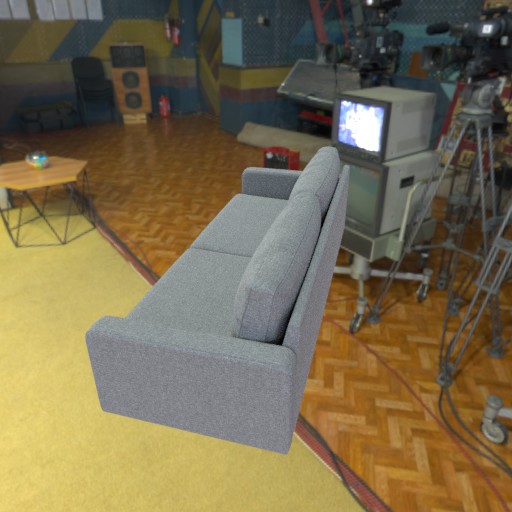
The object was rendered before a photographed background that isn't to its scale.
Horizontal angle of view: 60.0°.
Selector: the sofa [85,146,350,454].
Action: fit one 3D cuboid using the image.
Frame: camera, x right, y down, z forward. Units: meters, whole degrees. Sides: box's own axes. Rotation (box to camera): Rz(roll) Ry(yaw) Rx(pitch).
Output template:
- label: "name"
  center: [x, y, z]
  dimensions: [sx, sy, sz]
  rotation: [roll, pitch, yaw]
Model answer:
- label: "sofa"
  center: [0.000, 0.000, 2.647]
  dimensions: [0.880, 0.880, 2.200]
  rotation: [8, 29, 14]
